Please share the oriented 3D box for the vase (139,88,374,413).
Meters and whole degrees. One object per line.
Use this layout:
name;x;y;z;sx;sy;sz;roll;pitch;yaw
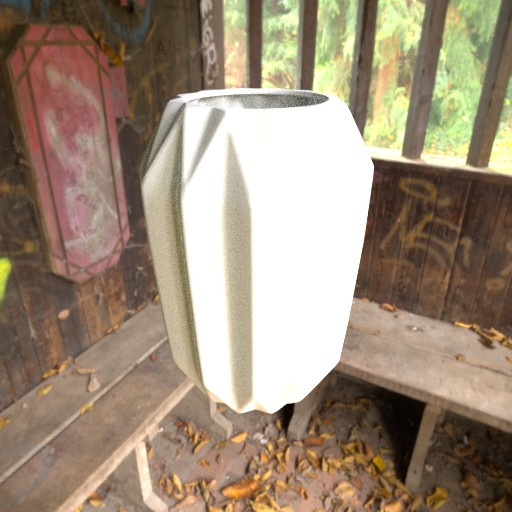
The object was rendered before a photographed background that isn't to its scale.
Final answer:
vase;0.000;0.000;0.404;0.195;0.275;0.195;0;27;0
